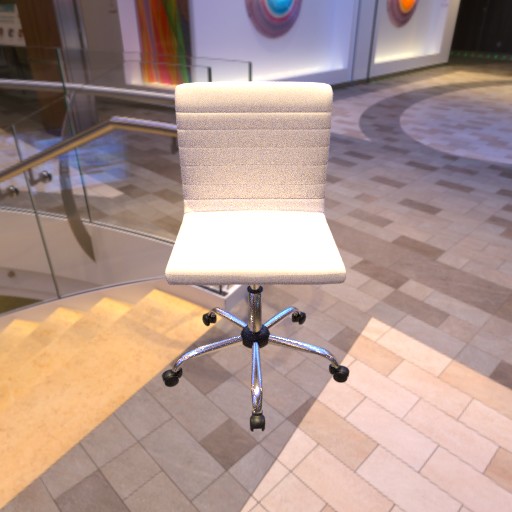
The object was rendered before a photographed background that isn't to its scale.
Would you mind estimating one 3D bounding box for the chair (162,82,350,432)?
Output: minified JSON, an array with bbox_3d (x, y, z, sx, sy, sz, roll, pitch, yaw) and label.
[{"bbox_3d":[0.000,0.000,1.088,0.520,0.750,0.455,0,30,-1],"label":"chair"}]
